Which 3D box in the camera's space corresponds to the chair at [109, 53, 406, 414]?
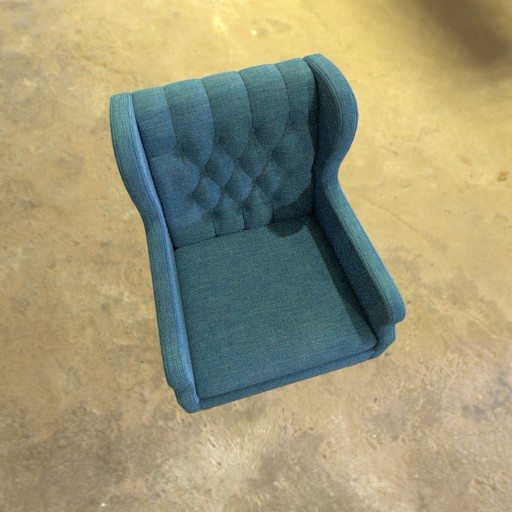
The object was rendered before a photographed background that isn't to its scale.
[{"bbox_3d":[0.000,0.000,1.484,0.711,0.952,0.775,-15,64,-7],"label":"chair"}]
